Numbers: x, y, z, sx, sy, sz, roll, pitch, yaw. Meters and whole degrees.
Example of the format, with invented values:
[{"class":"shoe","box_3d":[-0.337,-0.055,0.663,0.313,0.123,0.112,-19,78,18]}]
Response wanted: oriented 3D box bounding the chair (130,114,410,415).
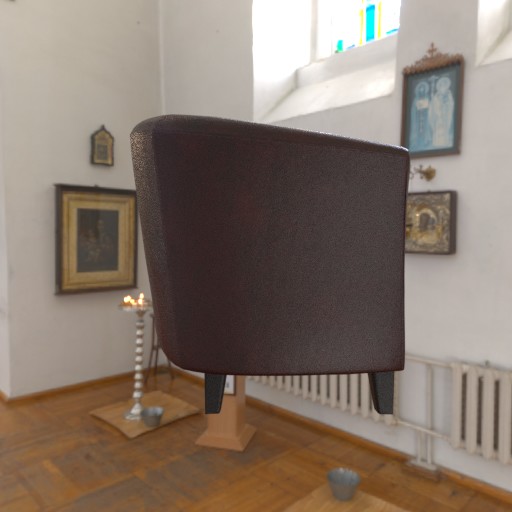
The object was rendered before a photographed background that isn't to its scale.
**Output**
[{"class":"chair","box_3d":[0.000,0.000,1.392,0.727,0.756,0.792,0,1,0]}]
